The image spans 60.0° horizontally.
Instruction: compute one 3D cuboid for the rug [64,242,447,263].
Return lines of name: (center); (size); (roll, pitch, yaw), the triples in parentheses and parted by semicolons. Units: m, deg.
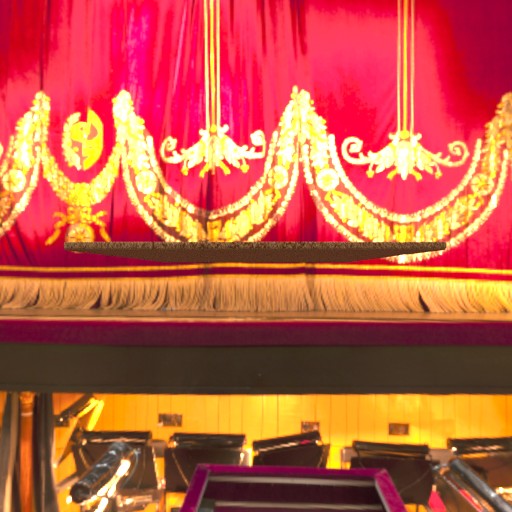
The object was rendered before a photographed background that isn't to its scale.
rug: (0.000, 0.000, 2.164); (1.199, 0.025, 1.600); (0, -2, 0)
